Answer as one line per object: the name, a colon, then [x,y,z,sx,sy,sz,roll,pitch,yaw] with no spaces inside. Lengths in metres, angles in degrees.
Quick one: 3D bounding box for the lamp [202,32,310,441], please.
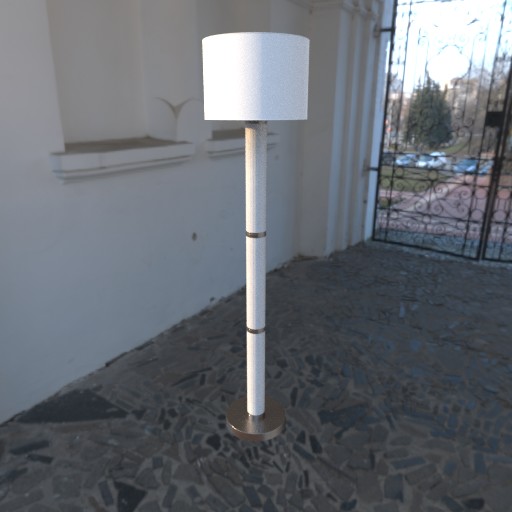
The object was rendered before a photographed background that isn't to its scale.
lamp: [0.000,0.000,1.804,0.377,1.599,0.377,-17,24,-41]
